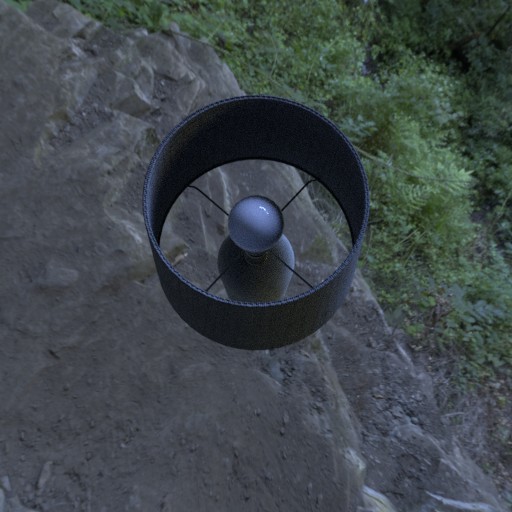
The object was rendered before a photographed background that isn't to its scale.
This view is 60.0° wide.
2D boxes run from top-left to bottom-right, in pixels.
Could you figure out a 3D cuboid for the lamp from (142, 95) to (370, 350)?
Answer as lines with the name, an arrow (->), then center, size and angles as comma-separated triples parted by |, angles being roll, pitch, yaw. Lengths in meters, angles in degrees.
lamp -> 0.000, 0.000, 0.594 | 0.251, 0.429, 0.251 | 0, 75, 0
